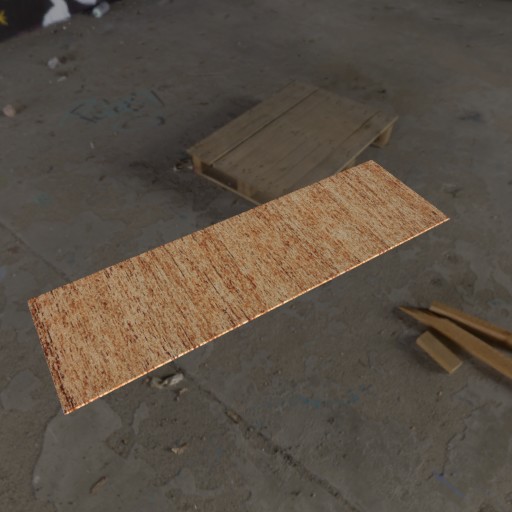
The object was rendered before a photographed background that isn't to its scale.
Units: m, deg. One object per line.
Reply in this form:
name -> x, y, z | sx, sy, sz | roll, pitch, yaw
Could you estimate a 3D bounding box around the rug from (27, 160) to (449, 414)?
rug -> 0.000, 0.000, 2.388 | 2.237, 0.014, 0.680 | -24, 52, -21
